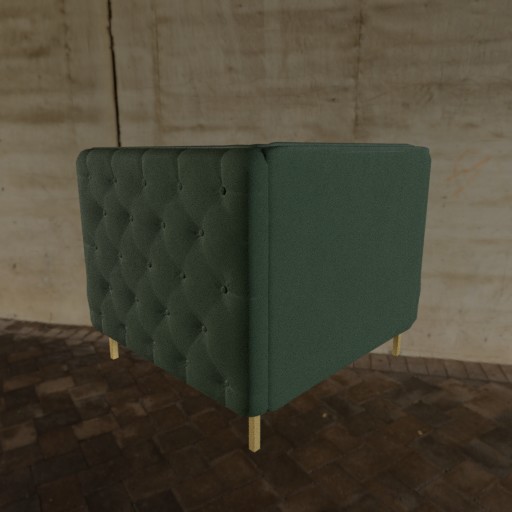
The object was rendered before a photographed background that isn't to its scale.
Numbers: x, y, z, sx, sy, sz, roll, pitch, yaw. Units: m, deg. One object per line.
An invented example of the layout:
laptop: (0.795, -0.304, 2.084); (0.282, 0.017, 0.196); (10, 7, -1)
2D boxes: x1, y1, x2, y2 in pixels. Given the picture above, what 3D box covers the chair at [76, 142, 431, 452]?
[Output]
chair: (0.000, 0.000, 1.565); (0.855, 0.768, 0.917); (13, 19, 43)
